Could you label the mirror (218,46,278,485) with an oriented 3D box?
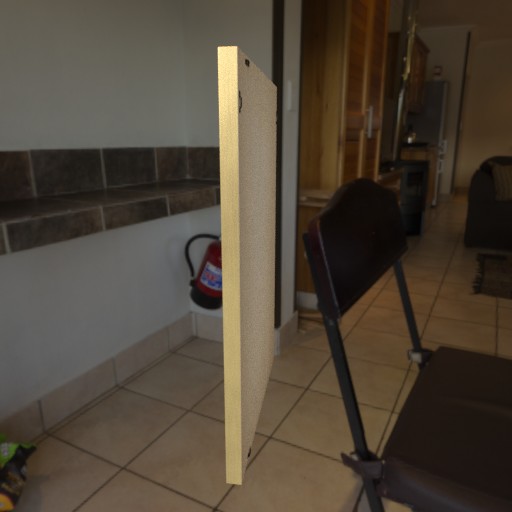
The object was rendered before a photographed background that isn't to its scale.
[{"bbox_3d":[0.000,0.000,1.183,0.040,0.915,0.609,2,15,9],"label":"mirror"}]
